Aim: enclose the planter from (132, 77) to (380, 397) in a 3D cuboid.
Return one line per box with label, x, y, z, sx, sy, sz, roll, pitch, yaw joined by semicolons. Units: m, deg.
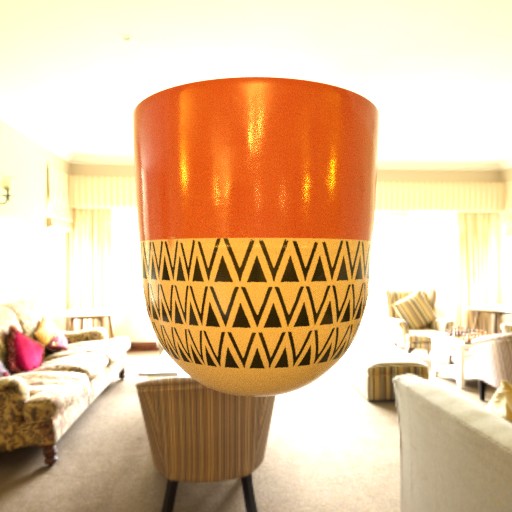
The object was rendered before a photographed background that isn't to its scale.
planter;0.000;0.000;0.361;0.195;0.214;0.195;0;0;0
